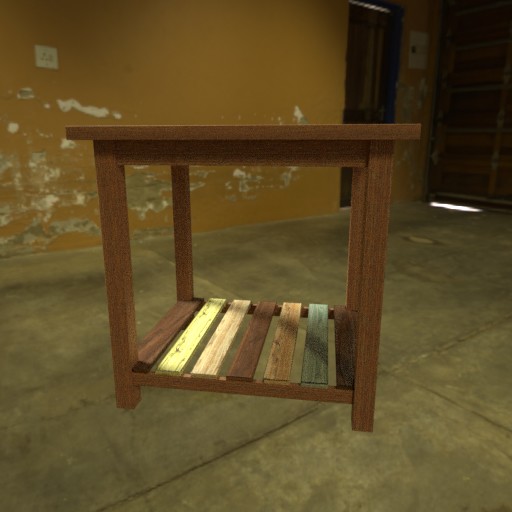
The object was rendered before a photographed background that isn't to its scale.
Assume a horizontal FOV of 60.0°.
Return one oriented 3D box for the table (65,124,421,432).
[{"bbox_3d":[0.000,0.000,1.155,0.660,0.635,0.559,2,15,9],"label":"table"}]
